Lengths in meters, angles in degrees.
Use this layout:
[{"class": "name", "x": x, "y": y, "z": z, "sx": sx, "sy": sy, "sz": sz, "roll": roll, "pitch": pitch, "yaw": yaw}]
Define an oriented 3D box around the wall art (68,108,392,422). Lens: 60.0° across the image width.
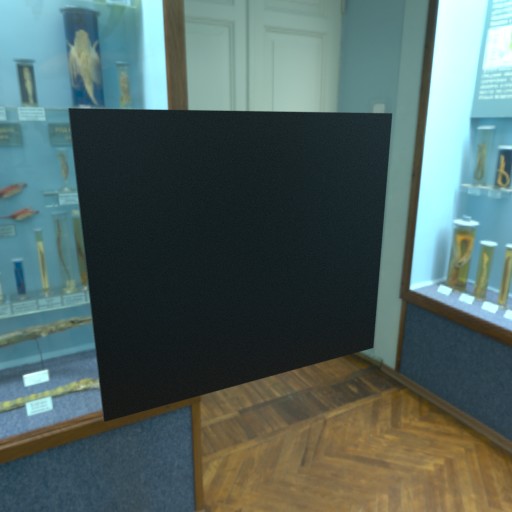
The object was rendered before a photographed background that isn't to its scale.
[{"class": "wall art", "x": 0.000, "y": 0.000, "z": 0.533, "sx": 0.383, "sy": 0.332, "sz": 0.012, "roll": -8, "pitch": 18, "yaw": -25}]
